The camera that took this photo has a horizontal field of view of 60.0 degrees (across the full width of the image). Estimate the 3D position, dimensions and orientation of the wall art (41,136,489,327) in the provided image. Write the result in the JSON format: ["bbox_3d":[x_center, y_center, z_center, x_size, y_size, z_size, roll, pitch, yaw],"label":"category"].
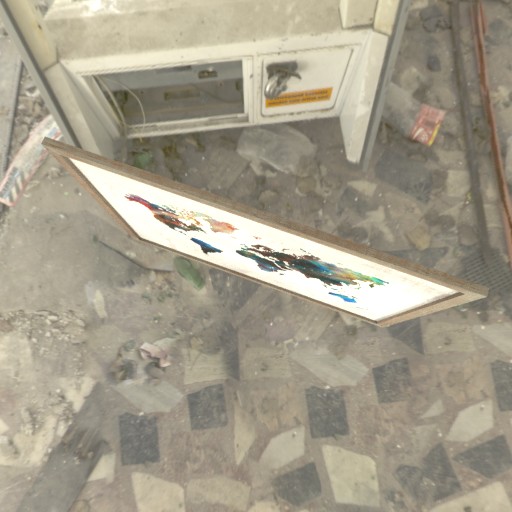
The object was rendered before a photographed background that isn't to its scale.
[{"bbox_3d":[0.000,0.000,1.325,1.012,0.774,0.019,19,77,5],"label":"wall art"}]
